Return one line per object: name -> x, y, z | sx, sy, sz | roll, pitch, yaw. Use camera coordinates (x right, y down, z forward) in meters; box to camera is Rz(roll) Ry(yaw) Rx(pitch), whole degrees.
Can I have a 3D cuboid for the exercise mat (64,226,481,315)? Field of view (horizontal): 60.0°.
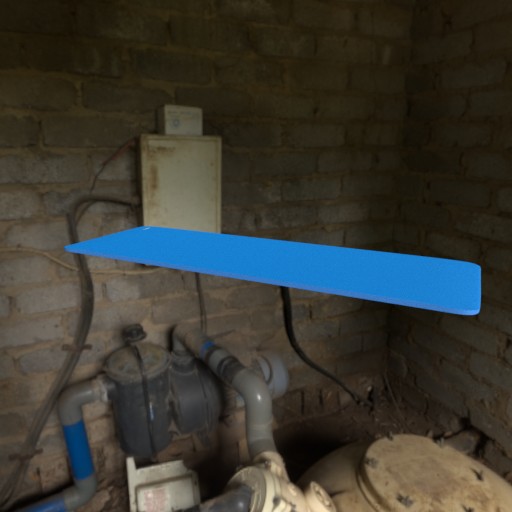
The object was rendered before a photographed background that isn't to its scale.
exercise mat -> 0.000, 0.000, 2.048 | 1.869, 0.021, 0.616 | 8, 17, 26
